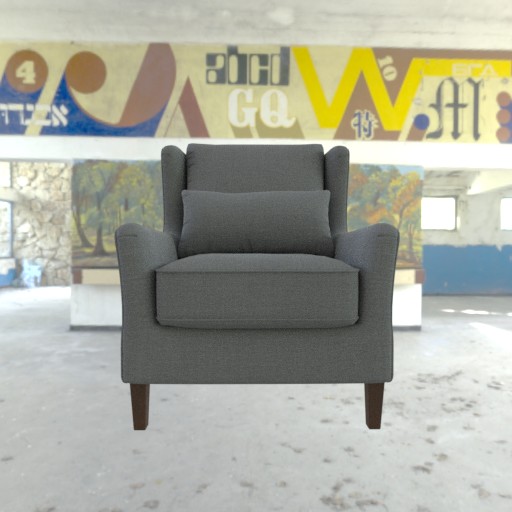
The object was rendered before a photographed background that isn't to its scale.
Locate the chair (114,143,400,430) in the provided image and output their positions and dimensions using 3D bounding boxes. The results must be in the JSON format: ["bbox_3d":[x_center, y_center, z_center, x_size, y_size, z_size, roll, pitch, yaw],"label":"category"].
[{"bbox_3d":[0.000,0.000,1.807,0.866,1.056,1.040,0,1,-1],"label":"chair"}]
